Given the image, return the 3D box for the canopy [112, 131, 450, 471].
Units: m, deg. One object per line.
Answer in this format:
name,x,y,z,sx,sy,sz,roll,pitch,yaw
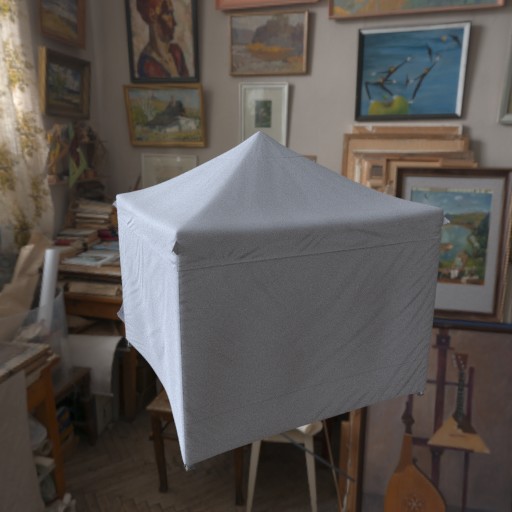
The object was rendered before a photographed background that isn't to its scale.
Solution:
canopy,0.000,0.000,5.532,3.043,2.997,3.121,-7,16,-25
